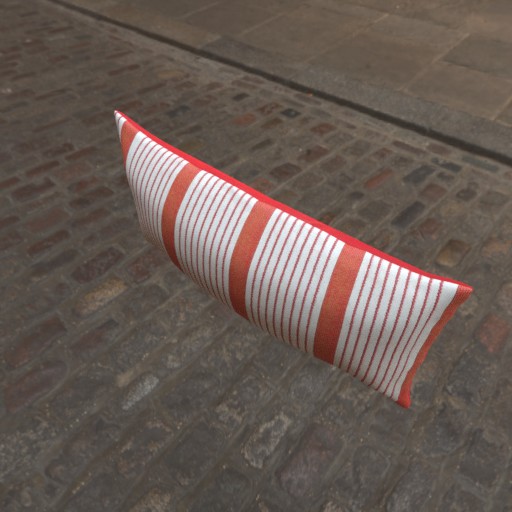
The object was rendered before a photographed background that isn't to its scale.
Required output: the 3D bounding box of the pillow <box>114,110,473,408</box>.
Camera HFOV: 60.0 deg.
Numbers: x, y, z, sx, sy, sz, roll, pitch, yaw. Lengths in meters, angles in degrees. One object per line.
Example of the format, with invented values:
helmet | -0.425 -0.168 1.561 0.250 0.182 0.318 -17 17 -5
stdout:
pillow | 0.000 0.000 0.714 0.608 0.297 0.151 30 54 25
